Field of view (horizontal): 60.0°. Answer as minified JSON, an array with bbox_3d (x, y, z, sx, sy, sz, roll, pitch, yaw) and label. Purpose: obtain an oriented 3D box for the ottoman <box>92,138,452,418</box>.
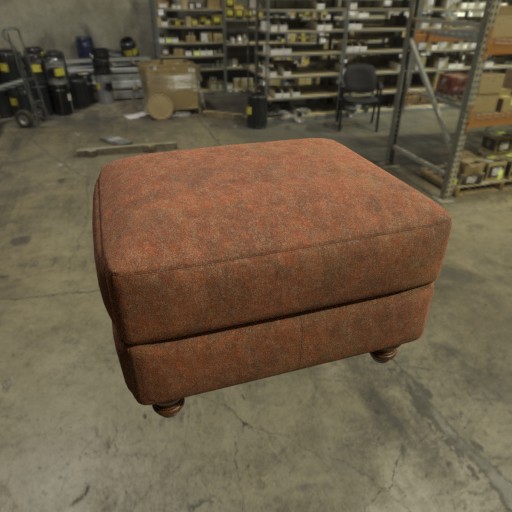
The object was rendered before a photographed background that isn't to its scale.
[{"bbox_3d":[0.000,0.000,1.191,0.787,0.508,0.635,-9,32,-15],"label":"ottoman"}]
